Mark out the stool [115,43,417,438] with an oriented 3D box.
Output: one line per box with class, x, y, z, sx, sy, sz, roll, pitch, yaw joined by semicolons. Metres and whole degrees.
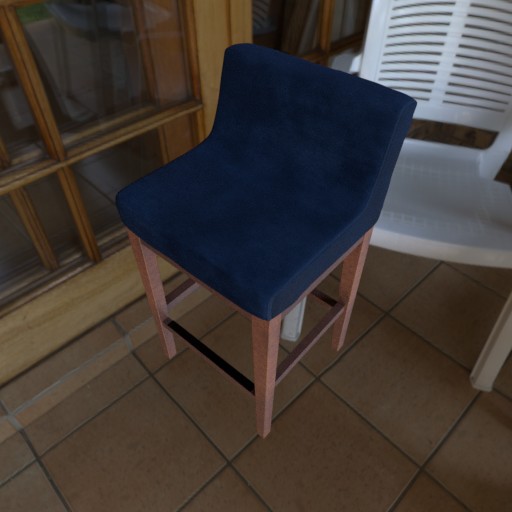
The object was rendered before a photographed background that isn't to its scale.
stool;0.000;0.000;1.257;0.511;0.945;0.516;31;53;27
